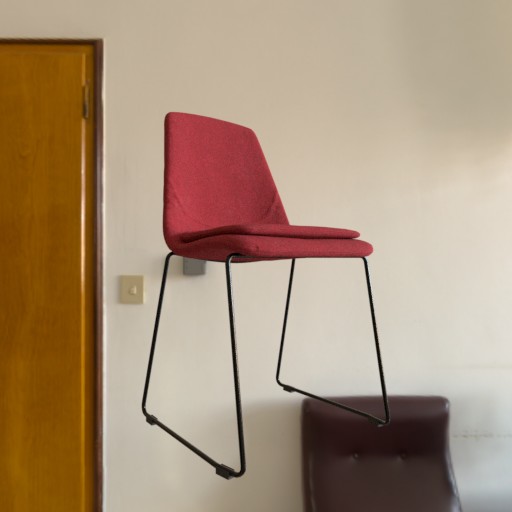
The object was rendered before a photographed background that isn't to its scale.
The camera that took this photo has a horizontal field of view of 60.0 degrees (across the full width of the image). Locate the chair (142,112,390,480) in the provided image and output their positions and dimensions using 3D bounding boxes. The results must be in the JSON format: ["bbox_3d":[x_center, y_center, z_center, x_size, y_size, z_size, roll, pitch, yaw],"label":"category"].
[{"bbox_3d":[0.000,0.000,1.167,0.479,0.858,0.518,0,0,-36],"label":"chair"}]
